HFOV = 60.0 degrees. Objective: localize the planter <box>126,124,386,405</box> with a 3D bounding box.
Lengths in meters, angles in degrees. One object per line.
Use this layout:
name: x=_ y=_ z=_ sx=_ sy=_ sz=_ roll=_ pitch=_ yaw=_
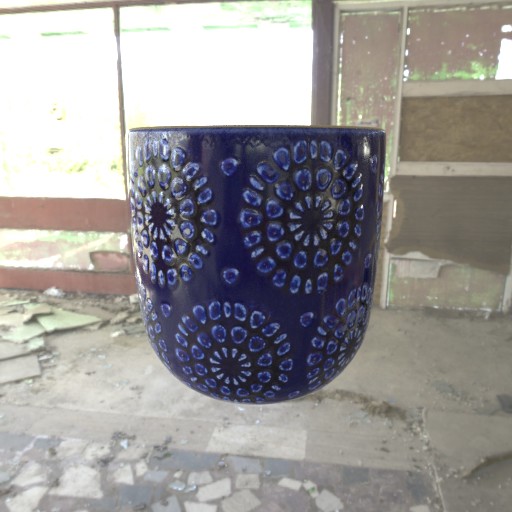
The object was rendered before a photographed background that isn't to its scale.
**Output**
planter: x=0.000 y=0.000 z=0.204 sx=0.109 sy=0.112 sz=0.109 roll=0 pitch=14 yaw=0
